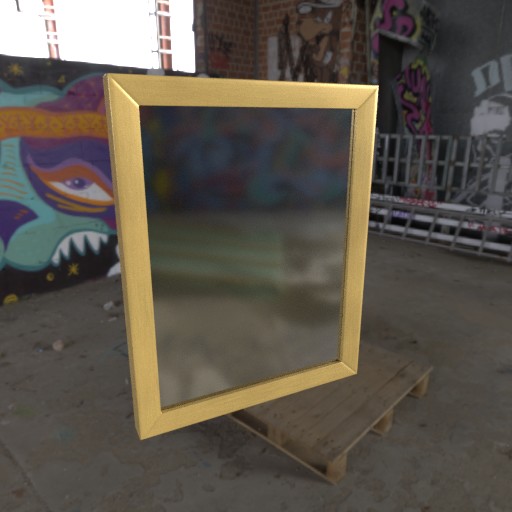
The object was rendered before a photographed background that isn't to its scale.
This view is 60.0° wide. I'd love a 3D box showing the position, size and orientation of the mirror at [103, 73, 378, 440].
[{"bbox_3d":[0.000,0.000,0.690,0.405,0.508,0.041,-8,19,-25],"label":"mirror"}]
